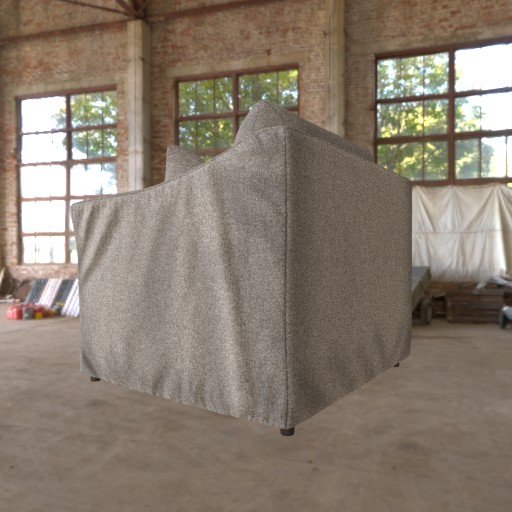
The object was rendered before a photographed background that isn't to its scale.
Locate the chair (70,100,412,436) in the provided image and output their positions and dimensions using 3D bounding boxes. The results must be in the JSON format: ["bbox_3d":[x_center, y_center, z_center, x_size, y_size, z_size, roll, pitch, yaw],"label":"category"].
[{"bbox_3d":[0.000,0.000,1.996,1.071,1.059,1.194,0,0,36],"label":"chair"}]
